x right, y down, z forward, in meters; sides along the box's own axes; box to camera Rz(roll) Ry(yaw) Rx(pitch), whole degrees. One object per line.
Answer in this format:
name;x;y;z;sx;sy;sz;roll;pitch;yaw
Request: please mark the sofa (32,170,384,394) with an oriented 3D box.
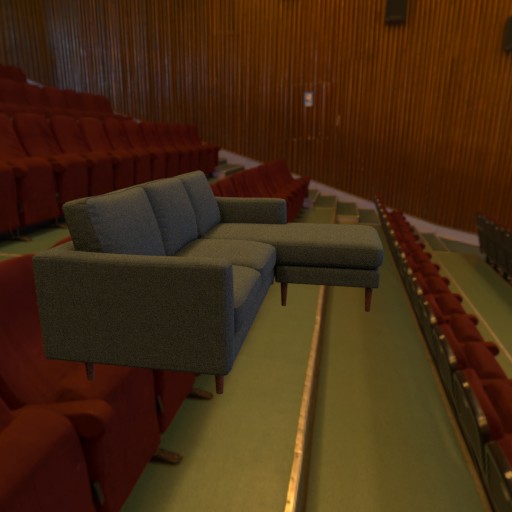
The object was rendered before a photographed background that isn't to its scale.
sofa;0.000;0.000;2.859;1.667;0.957;2.055;3;15;10
